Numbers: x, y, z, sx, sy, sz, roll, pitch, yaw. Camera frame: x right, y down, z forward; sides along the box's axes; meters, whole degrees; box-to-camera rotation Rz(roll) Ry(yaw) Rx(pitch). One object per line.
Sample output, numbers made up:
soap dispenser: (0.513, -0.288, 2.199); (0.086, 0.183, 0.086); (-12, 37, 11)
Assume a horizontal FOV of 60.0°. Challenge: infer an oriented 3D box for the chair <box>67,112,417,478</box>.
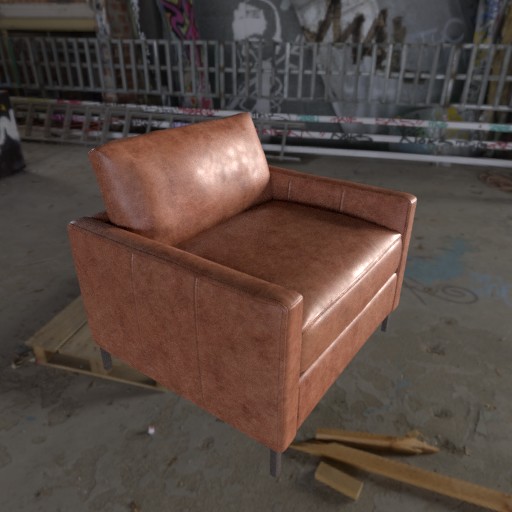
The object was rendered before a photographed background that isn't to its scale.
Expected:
chair: (0.000, 0.000, 1.631); (0.862, 0.869, 0.967); (18, 33, 31)
